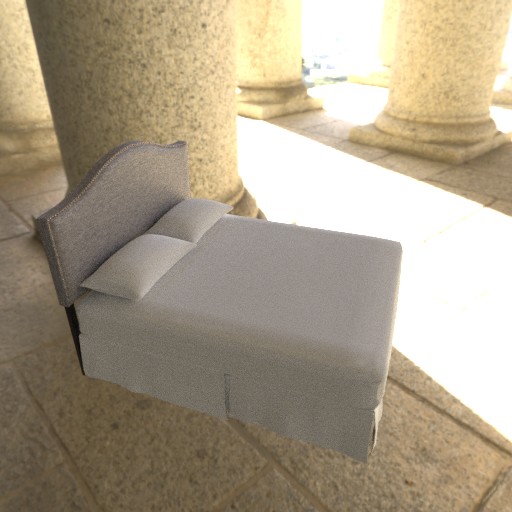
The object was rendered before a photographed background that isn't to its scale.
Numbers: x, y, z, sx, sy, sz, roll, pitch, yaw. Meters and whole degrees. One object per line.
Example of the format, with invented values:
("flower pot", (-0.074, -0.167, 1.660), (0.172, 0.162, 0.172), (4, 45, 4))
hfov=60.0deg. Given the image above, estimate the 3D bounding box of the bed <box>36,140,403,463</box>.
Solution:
("bed", (0.000, 0.000, 2.903), (1.870, 1.295, 1.610), (10, 31, 17))
